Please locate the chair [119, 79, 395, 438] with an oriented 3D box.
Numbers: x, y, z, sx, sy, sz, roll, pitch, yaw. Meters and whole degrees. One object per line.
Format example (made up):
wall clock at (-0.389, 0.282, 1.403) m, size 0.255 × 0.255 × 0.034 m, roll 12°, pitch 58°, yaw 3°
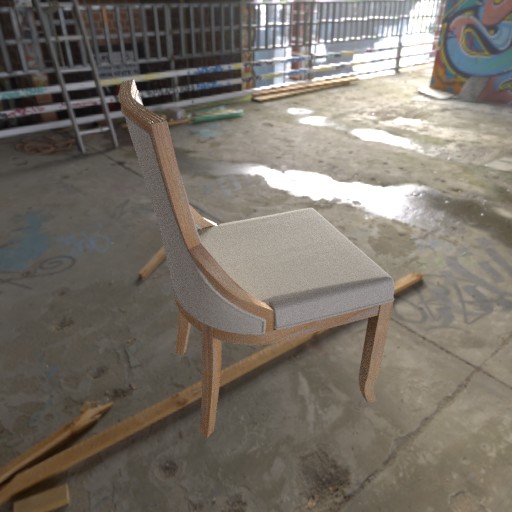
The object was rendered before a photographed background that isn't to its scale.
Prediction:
chair at (0.000, 0.000, 1.312) m, size 0.641 × 0.947 × 0.524 m, roll -11°, pitch 33°, yaw -17°
